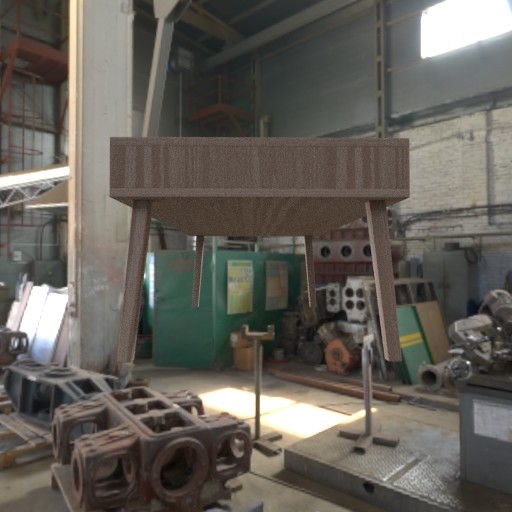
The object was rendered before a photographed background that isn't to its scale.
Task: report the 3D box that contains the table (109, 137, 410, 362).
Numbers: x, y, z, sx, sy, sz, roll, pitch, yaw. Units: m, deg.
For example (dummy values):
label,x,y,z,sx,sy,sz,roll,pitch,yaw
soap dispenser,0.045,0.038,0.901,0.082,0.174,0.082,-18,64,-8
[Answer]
label,x,y,z,sx,sy,sz,roll,pitch,yaw
table,0.000,0.000,1.480,0.600,0.450,1.200,0,-1,-1
